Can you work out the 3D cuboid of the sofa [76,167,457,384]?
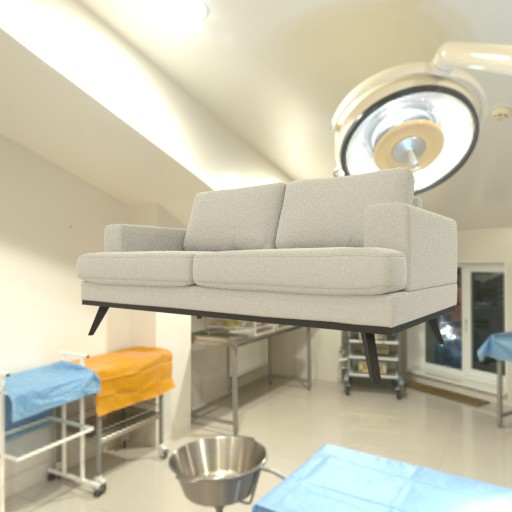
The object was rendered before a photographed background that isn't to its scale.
[{"bbox_3d":[0.000,0.000,2.164,1.650,0.810,0.920,0,-1,36],"label":"sofa"}]
